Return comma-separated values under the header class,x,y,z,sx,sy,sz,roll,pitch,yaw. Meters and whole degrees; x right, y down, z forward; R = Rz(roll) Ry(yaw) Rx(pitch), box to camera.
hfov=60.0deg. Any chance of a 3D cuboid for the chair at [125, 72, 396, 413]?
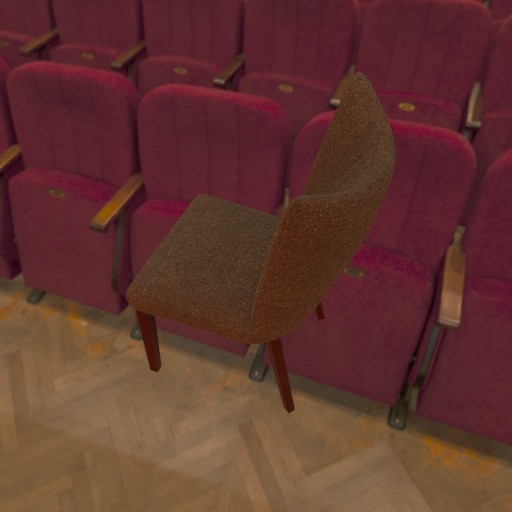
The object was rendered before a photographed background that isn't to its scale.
class,x,y,z,sx,sy,sz,roll,pitch,yaw
chair,0.000,0.000,1.290,0.623,0.924,0.535,15,48,14
